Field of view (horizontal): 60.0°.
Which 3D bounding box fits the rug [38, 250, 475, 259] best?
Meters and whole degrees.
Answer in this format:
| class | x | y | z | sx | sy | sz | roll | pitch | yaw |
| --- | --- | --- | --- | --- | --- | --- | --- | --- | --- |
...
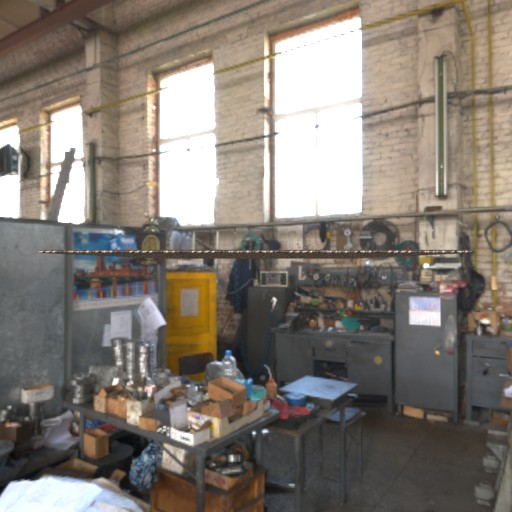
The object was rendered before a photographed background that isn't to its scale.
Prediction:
| class | x | y | z | sx | sy | sz | roll | pitch | yaw |
| --- | --- | --- | --- | --- | --- | --- | --- | --- | --- |
| rug | 0.000 | 0.000 | 3.757 | 2.306 | 0.017 | 2.902 | 0 | -1 | 0 |
